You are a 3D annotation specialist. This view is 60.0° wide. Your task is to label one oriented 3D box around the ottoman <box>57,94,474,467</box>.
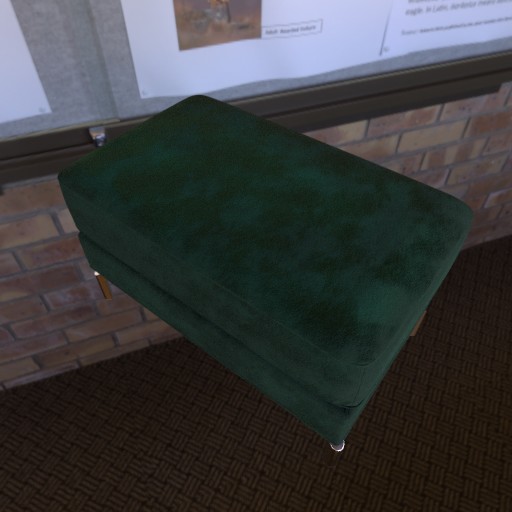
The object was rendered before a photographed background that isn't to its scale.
[{"bbox_3d":[0.000,0.000,1.208,0.886,0.533,0.536,30,54,24],"label":"ottoman"}]
